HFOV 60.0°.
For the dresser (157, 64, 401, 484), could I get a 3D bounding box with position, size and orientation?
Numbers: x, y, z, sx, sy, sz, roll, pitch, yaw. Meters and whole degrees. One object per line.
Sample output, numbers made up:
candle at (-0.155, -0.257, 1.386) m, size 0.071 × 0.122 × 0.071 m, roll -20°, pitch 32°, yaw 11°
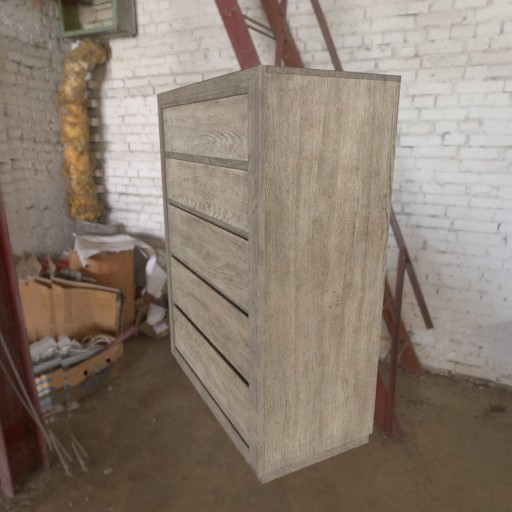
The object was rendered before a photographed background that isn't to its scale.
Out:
dresser at (0.000, 0.000, 1.806) m, size 0.483 × 1.295 × 0.967 m, roll -8°, pitch 17°, yaw -26°
